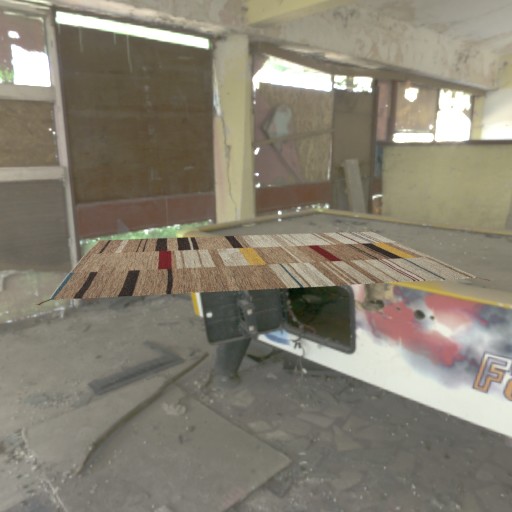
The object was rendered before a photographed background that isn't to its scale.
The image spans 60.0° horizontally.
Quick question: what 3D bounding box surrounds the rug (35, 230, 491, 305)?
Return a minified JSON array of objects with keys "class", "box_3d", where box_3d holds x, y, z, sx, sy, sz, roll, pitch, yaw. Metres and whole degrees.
[{"class":"rug","box_3d":[0.000,0.000,2.382,1.918,0.007,1.268,-2,14,-9]}]
